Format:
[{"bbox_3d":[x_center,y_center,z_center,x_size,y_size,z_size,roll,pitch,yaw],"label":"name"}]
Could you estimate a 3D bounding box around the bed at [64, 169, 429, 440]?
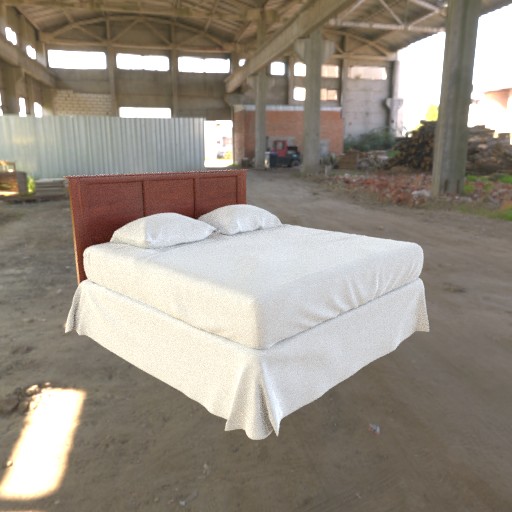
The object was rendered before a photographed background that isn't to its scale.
[{"bbox_3d":[0.000,0.000,3.587,2.219,1.271,2.314,12,18,42],"label":"bed"}]
